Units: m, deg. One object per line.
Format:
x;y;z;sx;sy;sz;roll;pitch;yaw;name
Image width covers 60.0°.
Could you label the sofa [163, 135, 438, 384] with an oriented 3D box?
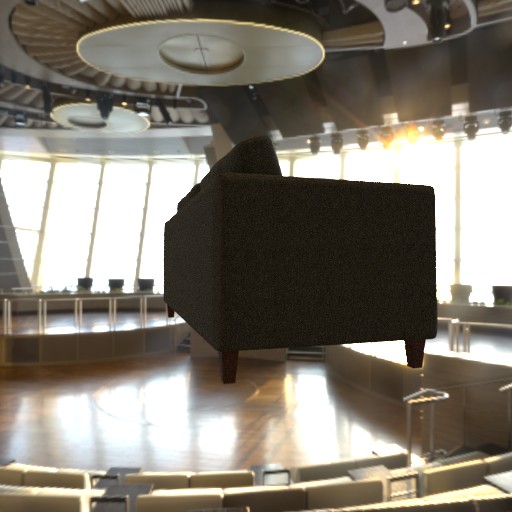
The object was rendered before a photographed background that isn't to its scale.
0.000;0.000;2.725;0.948;0.965;2.208;0;-1;-17;sofa
